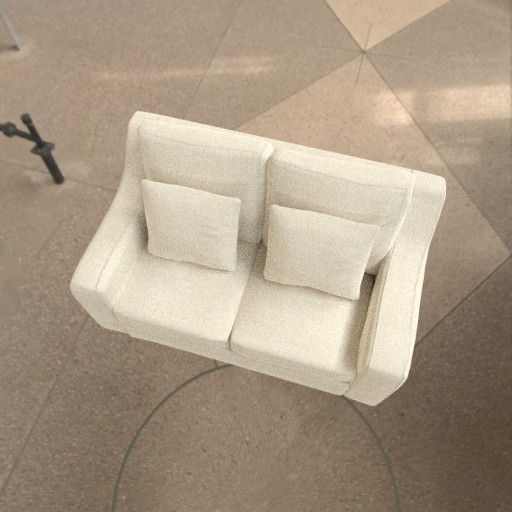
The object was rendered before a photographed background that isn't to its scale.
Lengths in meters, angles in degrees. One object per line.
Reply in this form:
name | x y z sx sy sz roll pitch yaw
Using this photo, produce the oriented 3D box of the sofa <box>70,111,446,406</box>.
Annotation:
sofa | 0.000 0.000 2.404 1.744 1.047 1.040 14 62 8
